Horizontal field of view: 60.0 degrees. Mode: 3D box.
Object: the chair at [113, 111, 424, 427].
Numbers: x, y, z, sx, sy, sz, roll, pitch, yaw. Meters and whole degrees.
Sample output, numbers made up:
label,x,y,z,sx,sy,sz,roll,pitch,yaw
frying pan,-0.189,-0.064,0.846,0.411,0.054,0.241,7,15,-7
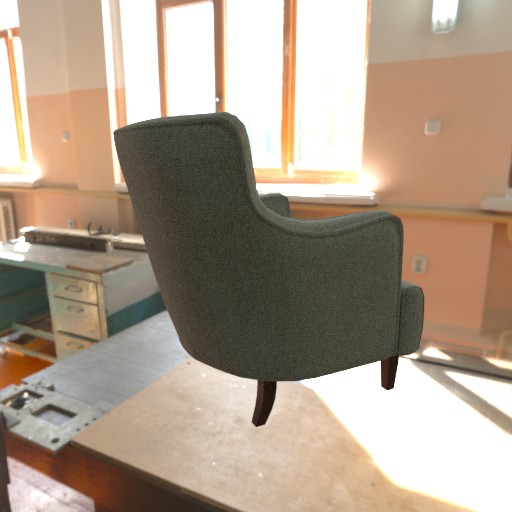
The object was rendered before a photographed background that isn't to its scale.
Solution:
label,x,y,z,sx,sy,sz,roll,pitch,yaw
chair,0.000,0.000,1.577,0.910,0.920,0.820,-7,14,-26
